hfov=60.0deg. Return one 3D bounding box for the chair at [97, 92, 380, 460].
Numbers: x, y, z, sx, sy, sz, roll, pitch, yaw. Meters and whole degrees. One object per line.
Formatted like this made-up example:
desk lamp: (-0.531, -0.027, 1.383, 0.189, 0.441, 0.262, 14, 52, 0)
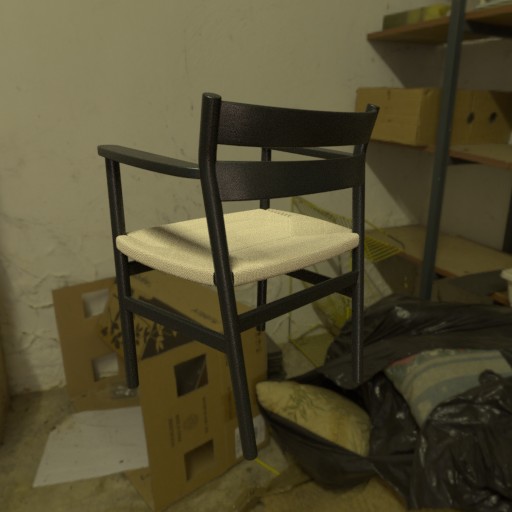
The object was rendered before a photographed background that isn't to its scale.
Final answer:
chair: (0.000, 0.000, 1.176, 0.630, 0.775, 0.508, -15, 22, -43)
